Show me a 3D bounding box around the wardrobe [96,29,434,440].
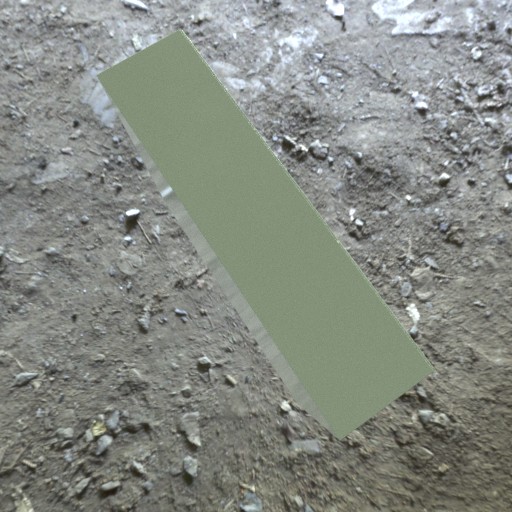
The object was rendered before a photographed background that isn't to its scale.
[{"bbox_3d":[0.000,0.000,1.916,0.360,1.200,1.340,-33,78,-8],"label":"wardrobe"}]
